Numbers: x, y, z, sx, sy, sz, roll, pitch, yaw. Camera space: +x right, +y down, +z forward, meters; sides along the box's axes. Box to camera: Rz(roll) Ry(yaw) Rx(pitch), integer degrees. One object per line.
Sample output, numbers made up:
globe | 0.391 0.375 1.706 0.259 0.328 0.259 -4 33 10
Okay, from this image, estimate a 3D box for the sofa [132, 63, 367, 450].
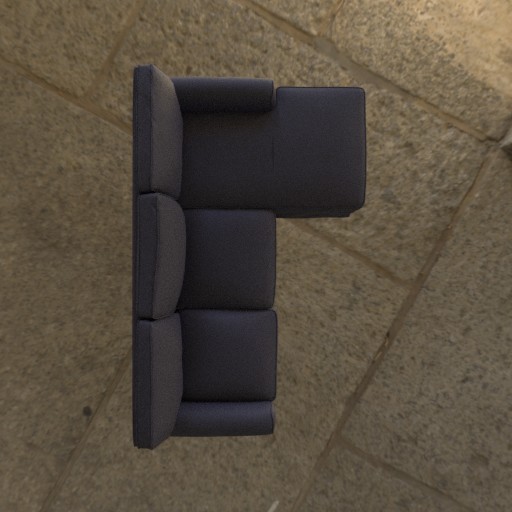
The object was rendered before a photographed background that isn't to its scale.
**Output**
sofa | 0.000 0.000 3.211 1.637 1.039 2.518 0 90 -1
